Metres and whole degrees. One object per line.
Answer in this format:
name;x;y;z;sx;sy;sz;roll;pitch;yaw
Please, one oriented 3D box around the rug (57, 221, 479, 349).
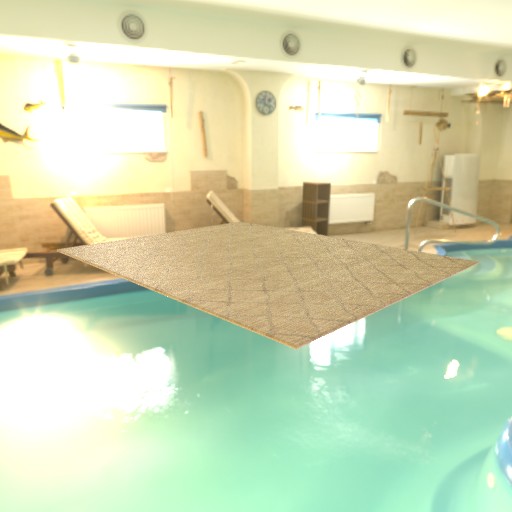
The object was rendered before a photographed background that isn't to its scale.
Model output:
rug;0.000;0.000;4.058;2.420;0.019;3.038;-13;19;-43
